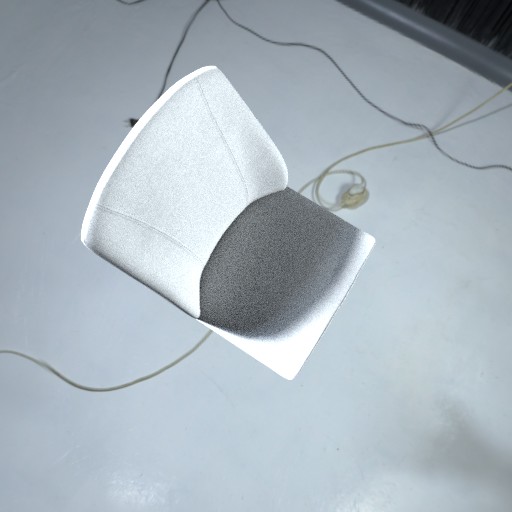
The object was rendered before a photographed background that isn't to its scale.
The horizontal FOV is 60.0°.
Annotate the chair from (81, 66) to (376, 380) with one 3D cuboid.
[{"bbox_3d":[0.000,0.000,1.223,0.540,0.893,0.472,32,79,7],"label":"chair"}]
